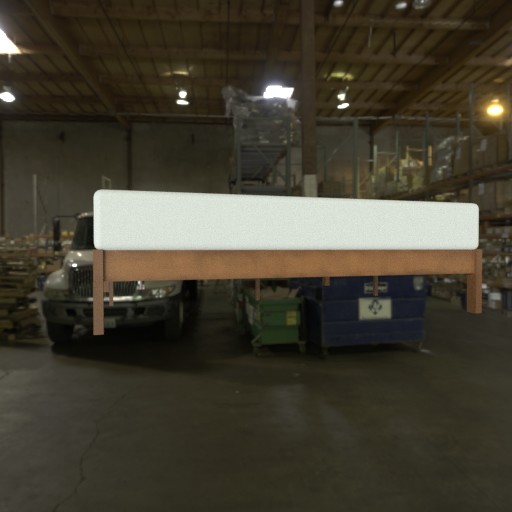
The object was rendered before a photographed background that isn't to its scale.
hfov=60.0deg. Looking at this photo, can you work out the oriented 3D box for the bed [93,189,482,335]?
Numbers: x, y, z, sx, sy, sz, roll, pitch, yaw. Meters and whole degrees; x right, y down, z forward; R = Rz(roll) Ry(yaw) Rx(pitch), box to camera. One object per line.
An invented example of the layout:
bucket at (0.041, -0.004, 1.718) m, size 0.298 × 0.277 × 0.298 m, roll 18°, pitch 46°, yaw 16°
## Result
bed at (0.000, 0.000, 3.088) m, size 2.049 × 0.616 × 1.930 m, roll 0°, pitch 1°, yaw -18°
